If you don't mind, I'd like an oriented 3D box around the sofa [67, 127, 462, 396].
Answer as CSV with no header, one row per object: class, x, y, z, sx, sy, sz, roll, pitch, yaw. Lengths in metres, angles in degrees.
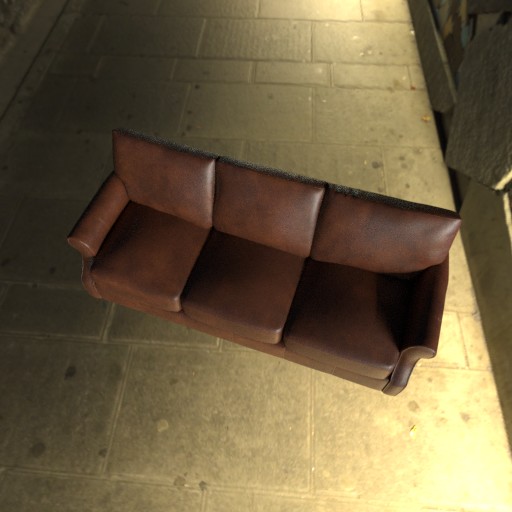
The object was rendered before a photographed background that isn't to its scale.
sofa,0.000,0.000,2.880,2.351,0.977,0.973,16,59,10
